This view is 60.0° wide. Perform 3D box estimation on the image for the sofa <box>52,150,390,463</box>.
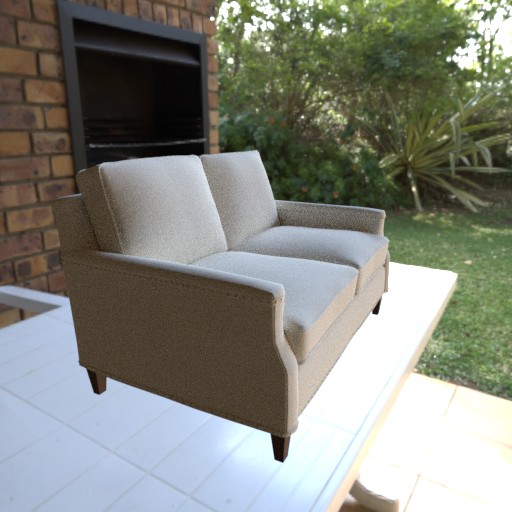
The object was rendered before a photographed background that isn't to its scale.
[{"bbox_3d":[0.000,0.000,2.261,1.084,1.003,1.597,8,18,26],"label":"sofa"}]
